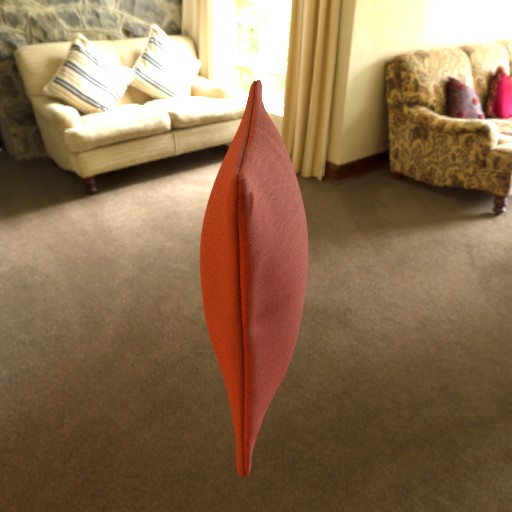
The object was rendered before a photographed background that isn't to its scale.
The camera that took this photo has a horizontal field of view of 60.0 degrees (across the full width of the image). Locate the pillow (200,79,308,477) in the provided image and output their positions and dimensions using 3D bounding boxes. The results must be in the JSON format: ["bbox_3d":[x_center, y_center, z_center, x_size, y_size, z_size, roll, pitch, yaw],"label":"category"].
[{"bbox_3d":[0.000,0.000,0.651,0.151,0.416,0.435,1,32,2],"label":"pillow"}]
